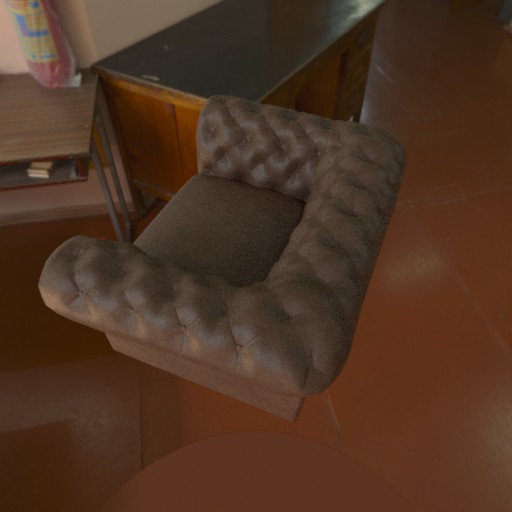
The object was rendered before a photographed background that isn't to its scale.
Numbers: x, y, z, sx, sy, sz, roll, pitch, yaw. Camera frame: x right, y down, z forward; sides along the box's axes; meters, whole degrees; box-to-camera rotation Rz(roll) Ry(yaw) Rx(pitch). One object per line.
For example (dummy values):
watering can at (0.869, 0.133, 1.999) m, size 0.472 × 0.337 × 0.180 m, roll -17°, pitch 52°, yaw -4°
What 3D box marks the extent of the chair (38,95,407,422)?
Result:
chair at (0.000, 0.000, 1.838) m, size 0.954 × 0.784 × 1.298 m, roll 17°, pitch 49°, yaw 15°
